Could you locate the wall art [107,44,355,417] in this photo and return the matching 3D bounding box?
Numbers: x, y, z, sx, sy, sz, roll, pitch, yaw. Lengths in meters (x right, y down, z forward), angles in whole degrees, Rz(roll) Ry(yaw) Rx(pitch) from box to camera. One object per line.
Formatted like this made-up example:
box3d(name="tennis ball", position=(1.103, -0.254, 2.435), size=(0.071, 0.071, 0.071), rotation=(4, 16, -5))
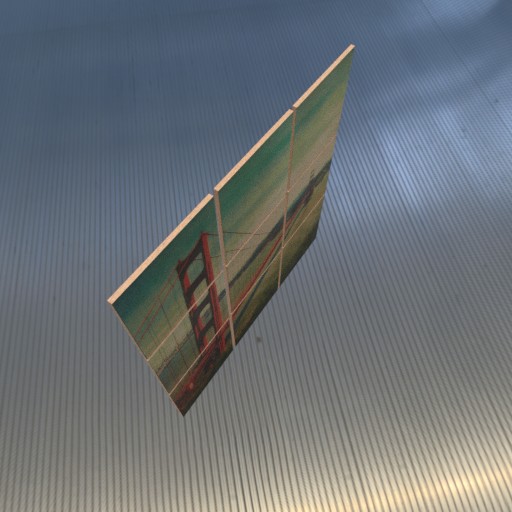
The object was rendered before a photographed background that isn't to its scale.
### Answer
box3d(name="wall art", position=(0.000, 0.000, 1.367), size=(0.012, 0.910, 0.917), rotation=(30, 63, 17))
